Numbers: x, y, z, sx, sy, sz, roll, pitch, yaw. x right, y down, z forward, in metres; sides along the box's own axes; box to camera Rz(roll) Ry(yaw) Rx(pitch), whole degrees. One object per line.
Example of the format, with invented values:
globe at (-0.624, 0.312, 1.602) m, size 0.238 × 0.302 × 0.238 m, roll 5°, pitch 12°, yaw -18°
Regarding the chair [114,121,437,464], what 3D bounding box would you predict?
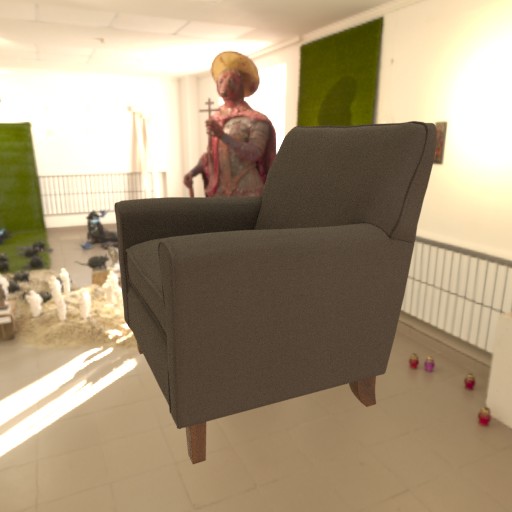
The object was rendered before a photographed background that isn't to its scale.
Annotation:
chair at (0.000, 0.000, 1.579) m, size 0.831 × 0.911 × 0.836 m, roll -7°, pitch 17°, yaw -25°
